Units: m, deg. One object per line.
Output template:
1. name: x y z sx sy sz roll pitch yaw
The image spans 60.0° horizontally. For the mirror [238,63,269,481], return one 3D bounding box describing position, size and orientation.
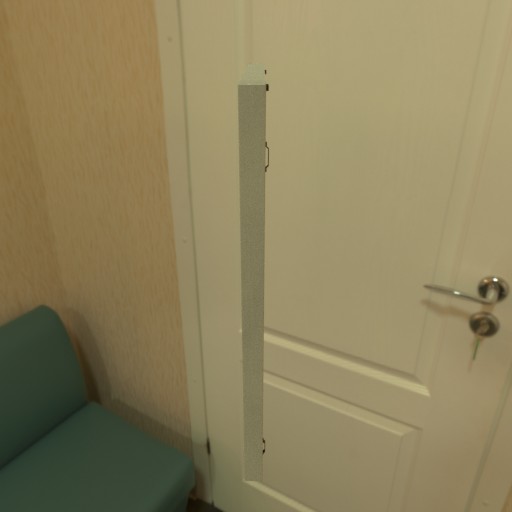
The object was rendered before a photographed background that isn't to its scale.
1. mirror: 0.000 0.000 0.919 0.039 0.710 0.507 0 26 1
